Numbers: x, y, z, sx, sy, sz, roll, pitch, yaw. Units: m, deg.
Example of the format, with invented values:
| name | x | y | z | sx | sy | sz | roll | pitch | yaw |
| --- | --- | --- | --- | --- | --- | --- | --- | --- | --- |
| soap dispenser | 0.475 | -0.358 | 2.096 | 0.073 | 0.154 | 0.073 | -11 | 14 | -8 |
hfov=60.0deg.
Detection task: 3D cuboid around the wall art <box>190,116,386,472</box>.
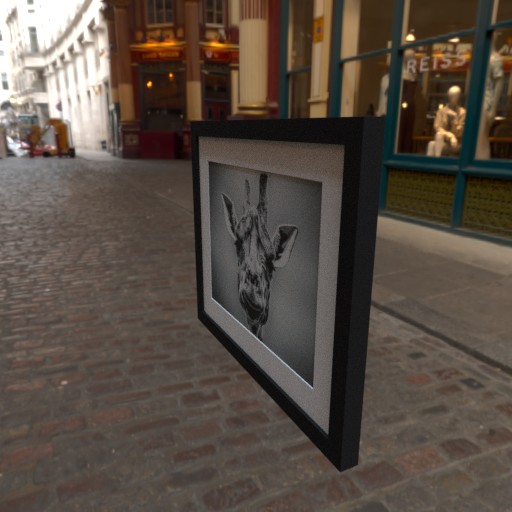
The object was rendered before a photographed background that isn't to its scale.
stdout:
| name | x | y | z | sx | sy | sz | roll | pitch | yaw |
| --- | --- | --- | --- | --- | --- | --- | --- | --- | --- |
| wall art | 0.000 | 0.000 | 0.777 | 0.031 | 0.457 | 0.558 | -8 | 18 | -26 |
